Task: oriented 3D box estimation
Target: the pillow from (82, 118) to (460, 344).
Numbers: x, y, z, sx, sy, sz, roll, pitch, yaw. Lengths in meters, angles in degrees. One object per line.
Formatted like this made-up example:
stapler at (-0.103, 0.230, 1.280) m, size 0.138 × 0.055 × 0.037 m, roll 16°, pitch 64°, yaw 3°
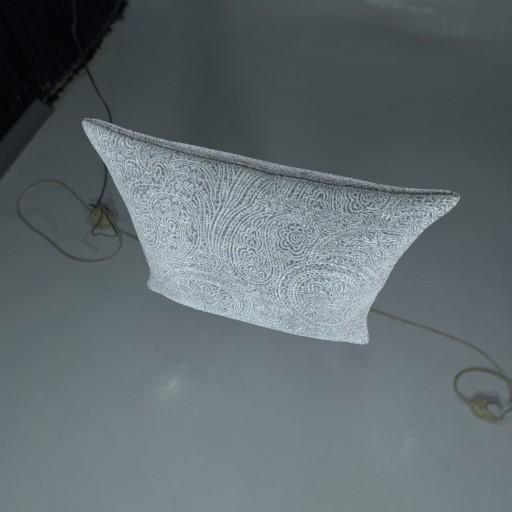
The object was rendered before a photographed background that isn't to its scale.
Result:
pillow at (0.000, 0.000, 0.799) m, size 0.523 × 0.510 × 0.166 m, roll 13°, pitch 60°, yaw 8°
